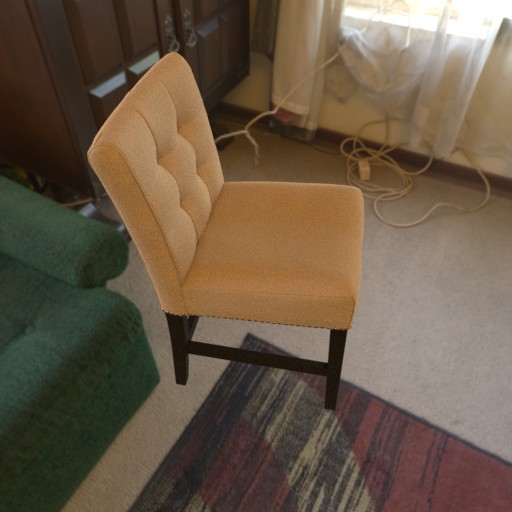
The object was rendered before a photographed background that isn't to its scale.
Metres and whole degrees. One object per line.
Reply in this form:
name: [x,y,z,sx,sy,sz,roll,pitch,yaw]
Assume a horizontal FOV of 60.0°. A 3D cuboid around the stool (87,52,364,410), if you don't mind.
stool: [0.000,0.000,1.195,0.571,0.885,0.427,8,47,8]
